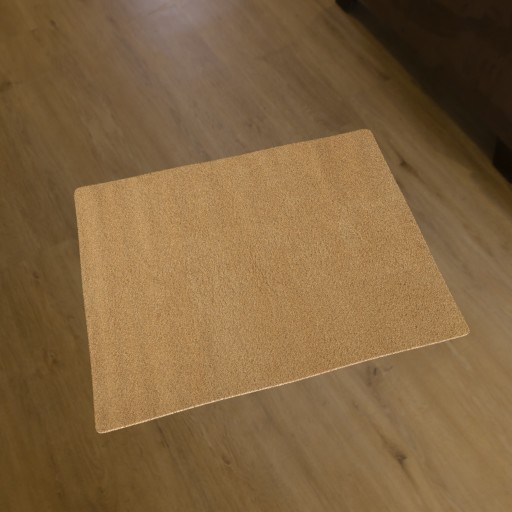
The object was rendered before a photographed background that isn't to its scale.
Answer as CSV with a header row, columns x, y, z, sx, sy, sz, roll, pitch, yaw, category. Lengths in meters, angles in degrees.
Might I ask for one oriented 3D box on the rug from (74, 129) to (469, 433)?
x,y,z,sx,sy,sz,roll,pitch,yaw,category
0.000,0.000,2.085,1.600,0.025,1.199,-13,64,-7,rug
